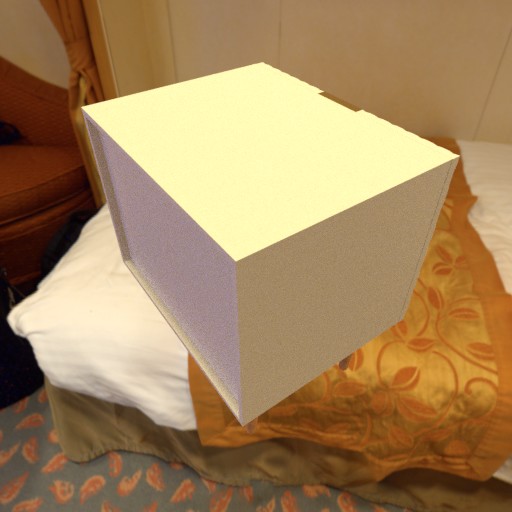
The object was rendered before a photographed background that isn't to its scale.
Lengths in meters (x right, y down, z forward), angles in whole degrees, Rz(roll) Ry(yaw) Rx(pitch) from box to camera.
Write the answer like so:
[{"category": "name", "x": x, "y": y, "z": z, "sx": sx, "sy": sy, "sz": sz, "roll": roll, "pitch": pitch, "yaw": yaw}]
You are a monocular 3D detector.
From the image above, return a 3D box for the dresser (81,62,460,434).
[{"category": "dresser", "x": 0.000, "y": 0.000, "z": 0.923, "sx": 0.414, "sy": 0.568, "sz": 0.503, "roll": -26, "pitch": 48, "yaw": -26}]
